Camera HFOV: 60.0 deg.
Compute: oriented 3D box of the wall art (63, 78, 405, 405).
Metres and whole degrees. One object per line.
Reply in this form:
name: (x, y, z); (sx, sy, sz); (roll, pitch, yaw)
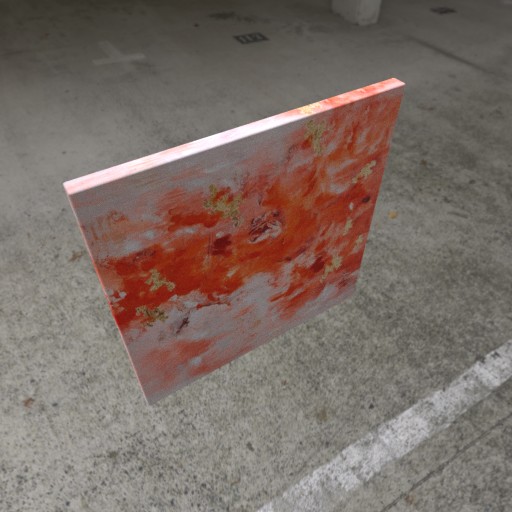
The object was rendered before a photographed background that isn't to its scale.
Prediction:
wall art: (0.000, 0.000, 1.131); (0.747, 0.746, 0.064); (-24, 50, -22)
